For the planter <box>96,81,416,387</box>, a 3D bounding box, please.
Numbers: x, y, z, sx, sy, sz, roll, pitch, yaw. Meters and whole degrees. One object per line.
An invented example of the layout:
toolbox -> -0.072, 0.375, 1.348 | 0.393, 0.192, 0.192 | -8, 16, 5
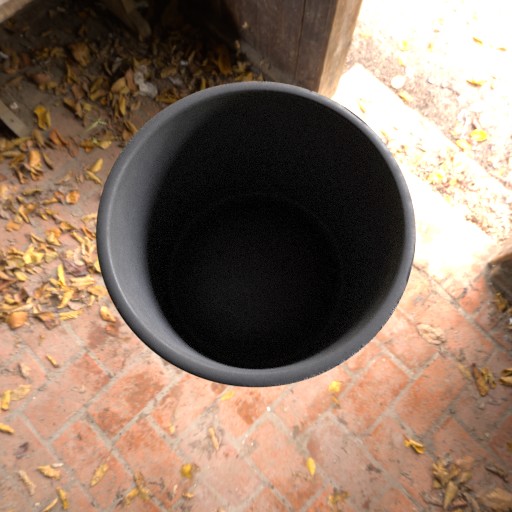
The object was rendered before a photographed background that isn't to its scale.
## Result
planter -> 0.000, 0.000, 0.396 | 0.221, 0.201, 0.221 | 0, 76, 0
